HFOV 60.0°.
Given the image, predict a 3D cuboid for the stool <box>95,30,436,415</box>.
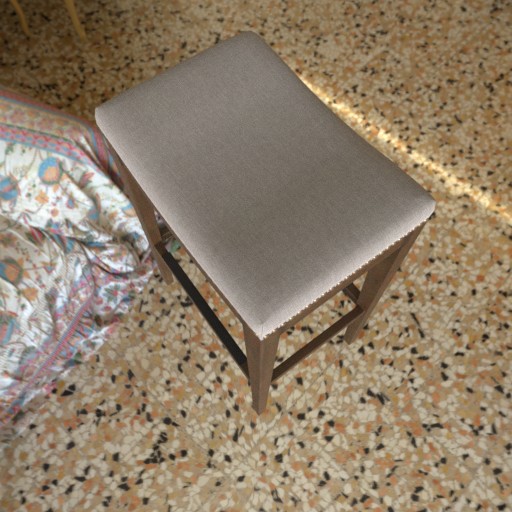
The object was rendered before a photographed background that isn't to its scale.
[{"bbox_3d":[0.000,0.000,1.022,0.356,0.762,0.508,-34,69,-15],"label":"stool"}]
